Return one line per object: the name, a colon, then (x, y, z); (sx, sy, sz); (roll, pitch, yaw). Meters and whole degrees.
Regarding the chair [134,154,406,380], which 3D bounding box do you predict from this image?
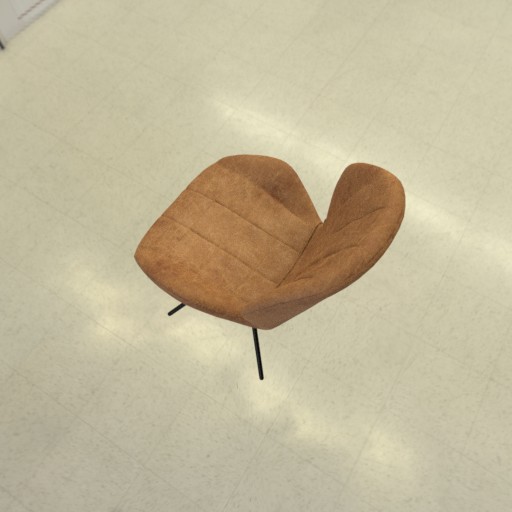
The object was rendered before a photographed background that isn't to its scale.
chair: (0.000, 0.000, 1.333); (0.640, 0.929, 0.527); (32, 68, 14)
